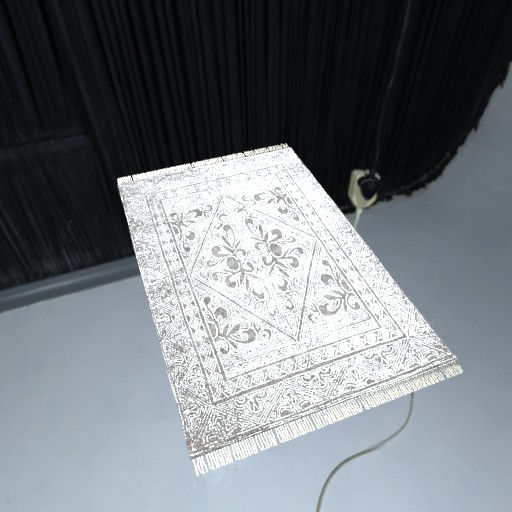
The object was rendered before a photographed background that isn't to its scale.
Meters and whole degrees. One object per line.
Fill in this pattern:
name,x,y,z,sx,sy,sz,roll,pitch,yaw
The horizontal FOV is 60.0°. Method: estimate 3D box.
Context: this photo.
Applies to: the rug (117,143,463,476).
rug,0.000,0.000,3.016,1.529,0.010,2.440,-15,48,-14
